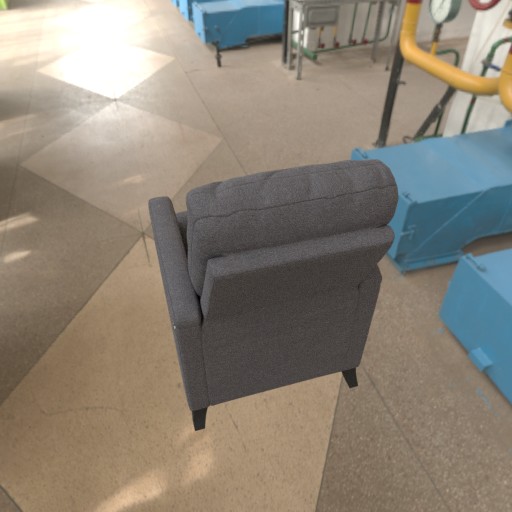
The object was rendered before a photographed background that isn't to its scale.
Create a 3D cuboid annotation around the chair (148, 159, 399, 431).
[{"bbox_3d":[0.000,0.000,1.672,0.710,1.049,0.922,-11,42,-13],"label":"chair"}]
